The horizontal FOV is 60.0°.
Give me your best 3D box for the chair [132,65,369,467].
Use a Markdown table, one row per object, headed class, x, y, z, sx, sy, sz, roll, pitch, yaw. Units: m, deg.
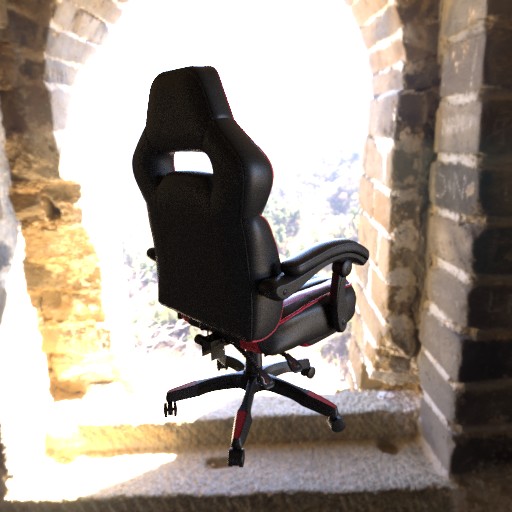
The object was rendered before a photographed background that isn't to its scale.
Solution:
| class | x | y | z | sx | sy | sz | roll | pitch | yaw |
| --- | --- | --- | --- | --- | --- | --- | --- | --- | --- |
| chair | 0.000 | 0.000 | 1.625 | 0.700 | 1.220 | 0.700 | -13 | 19 | -43 |
